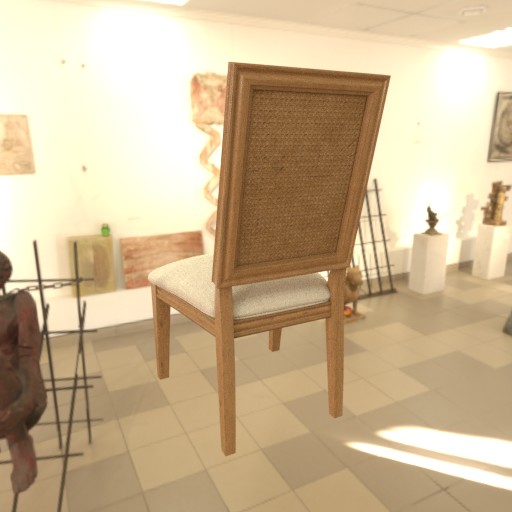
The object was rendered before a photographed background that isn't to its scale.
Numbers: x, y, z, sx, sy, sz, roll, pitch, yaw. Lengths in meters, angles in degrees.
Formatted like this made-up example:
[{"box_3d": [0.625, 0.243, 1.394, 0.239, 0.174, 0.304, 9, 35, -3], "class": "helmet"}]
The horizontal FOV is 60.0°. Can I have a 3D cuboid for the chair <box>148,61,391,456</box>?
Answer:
[{"box_3d": [0.000, 0.000, 1.346, 0.536, 0.988, 0.601, -8, 17, -26], "class": "chair"}]
